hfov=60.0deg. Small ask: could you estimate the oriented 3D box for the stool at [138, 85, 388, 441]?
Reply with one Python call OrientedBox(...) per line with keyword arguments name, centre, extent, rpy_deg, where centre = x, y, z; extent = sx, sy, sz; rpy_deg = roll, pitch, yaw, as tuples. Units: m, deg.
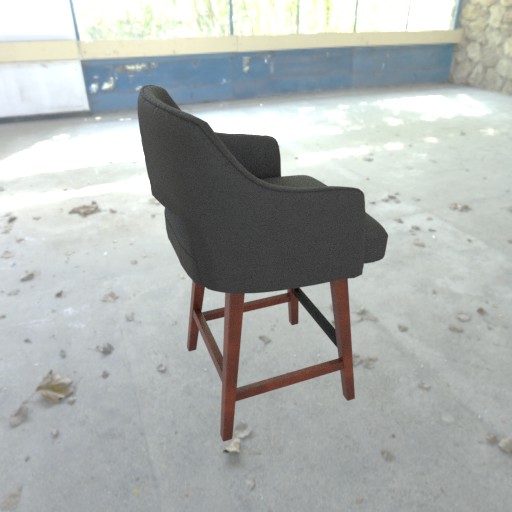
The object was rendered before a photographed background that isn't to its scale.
OrientedBox(name="stool", centre=(0.000, 0.000, 1.266), extent=(0.558, 0.912, 0.548), rpy_deg=(-11, 31, -19))
